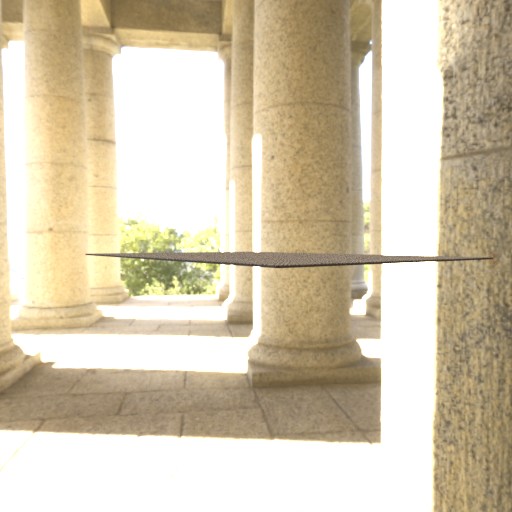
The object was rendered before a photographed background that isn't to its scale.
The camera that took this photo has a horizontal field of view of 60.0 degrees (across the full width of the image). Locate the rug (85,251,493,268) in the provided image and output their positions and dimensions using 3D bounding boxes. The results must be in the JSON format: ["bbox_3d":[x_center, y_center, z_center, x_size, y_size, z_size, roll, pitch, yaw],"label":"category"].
[{"bbox_3d":[0.000,0.000,2.233,1.175,0.008,1.783,-1,2,-37],"label":"rug"}]
